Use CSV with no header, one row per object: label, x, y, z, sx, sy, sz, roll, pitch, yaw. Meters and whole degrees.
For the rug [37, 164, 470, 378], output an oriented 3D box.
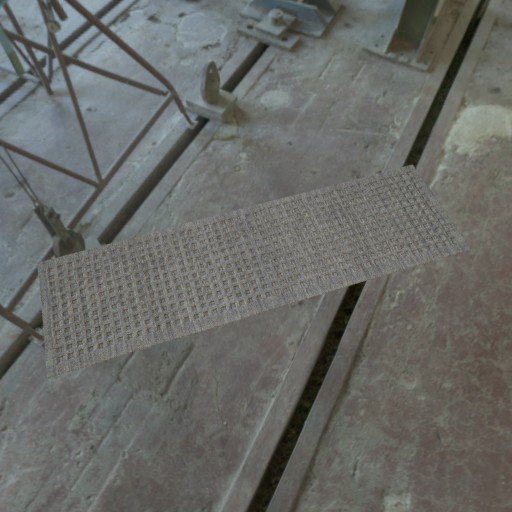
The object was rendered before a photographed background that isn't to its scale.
rug,0.000,0.000,2.597,2.443,0.009,0.706,-16,61,-9
